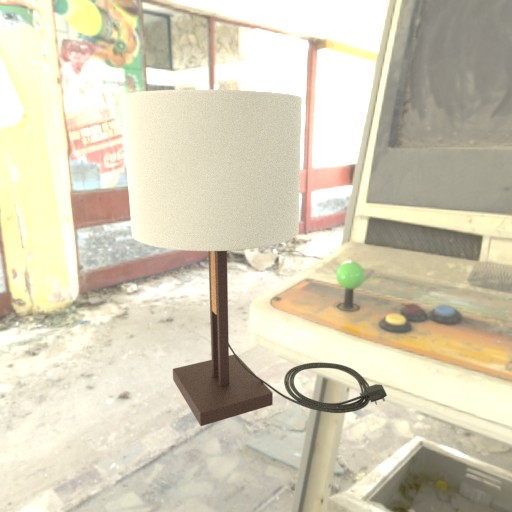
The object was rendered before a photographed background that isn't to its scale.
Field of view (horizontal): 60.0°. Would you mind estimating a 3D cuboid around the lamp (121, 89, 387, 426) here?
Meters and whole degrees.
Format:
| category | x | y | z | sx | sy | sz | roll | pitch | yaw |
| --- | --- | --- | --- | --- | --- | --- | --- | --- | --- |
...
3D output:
| category | x | y | z | sx | sy | sz | roll | pitch | yaw |
| --- | --- | --- | --- | --- | --- | --- | --- | --- | --- |
| lamp | 0.000 | 0.000 | 0.997 | 0.525 | 0.668 | 0.396 | -7 | 17 | -25 |
